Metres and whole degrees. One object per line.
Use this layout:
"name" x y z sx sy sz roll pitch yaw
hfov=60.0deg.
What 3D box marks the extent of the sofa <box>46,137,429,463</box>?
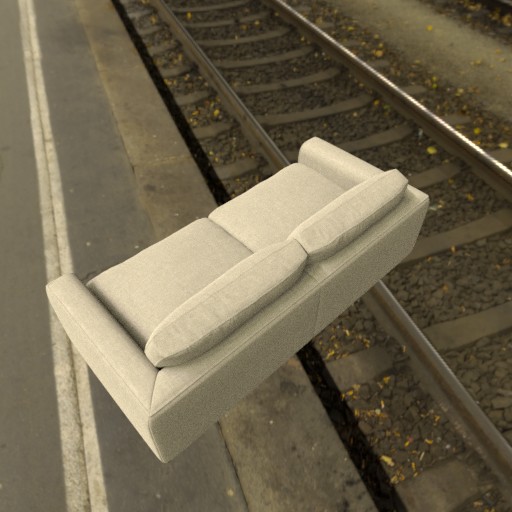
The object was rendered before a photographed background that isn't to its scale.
"sofa" 0.000 0.000 2.799 2.262 0.801 1.070 -34 55 -28
